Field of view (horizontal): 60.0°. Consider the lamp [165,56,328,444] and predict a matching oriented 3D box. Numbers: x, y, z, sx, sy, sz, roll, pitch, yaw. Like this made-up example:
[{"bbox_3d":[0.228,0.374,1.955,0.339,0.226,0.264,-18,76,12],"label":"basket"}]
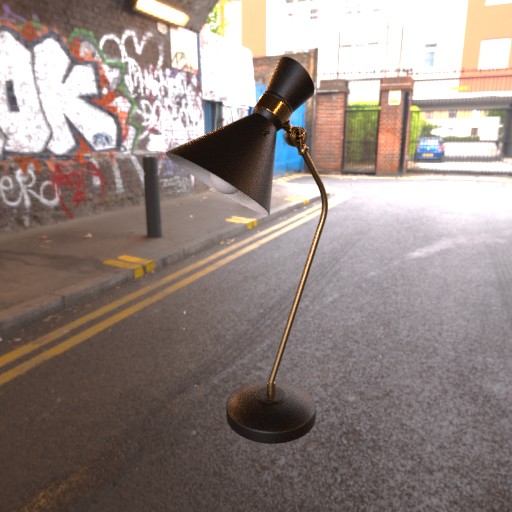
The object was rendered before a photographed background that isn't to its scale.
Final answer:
[{"bbox_3d":[0.000,0.000,0.767,0.292,0.647,0.189,-7,16,-25],"label":"lamp"}]
